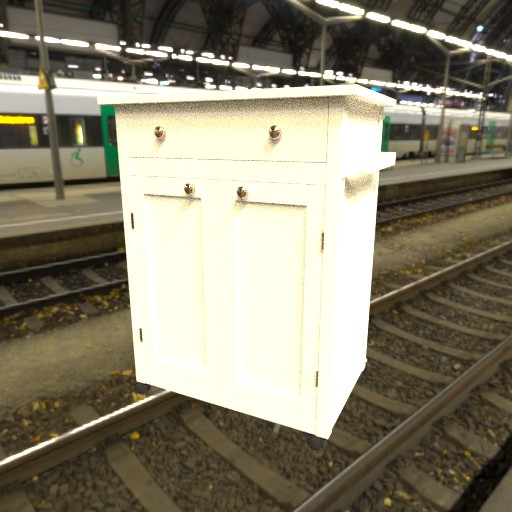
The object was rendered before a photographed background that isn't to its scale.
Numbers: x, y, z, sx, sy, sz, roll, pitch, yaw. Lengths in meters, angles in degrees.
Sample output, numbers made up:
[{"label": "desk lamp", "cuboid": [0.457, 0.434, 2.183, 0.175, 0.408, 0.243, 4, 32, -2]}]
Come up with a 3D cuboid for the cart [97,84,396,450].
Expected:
[{"label": "cart", "cuboid": [0.000, 0.000, 1.286, 0.683, 0.864, 0.442, 7, 17, 25]}]
